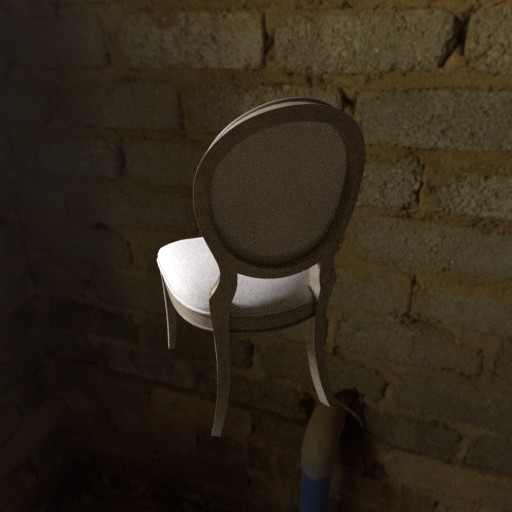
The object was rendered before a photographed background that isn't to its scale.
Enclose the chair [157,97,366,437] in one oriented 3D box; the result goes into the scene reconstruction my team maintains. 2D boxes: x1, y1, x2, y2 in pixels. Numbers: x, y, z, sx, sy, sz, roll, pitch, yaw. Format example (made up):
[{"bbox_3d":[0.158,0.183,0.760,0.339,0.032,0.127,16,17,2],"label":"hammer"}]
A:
[{"bbox_3d":[0.000,0.000,1.381,0.558,0.990,0.602,-9,27,-17],"label":"chair"}]
